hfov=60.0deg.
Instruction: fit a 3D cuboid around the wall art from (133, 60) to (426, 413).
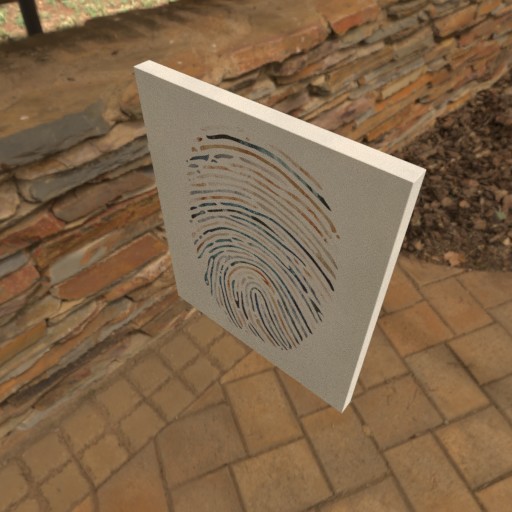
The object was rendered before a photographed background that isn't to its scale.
[{"bbox_3d":[0.000,0.000,0.857,0.508,0.606,0.037,31,53,26],"label":"wall art"}]
